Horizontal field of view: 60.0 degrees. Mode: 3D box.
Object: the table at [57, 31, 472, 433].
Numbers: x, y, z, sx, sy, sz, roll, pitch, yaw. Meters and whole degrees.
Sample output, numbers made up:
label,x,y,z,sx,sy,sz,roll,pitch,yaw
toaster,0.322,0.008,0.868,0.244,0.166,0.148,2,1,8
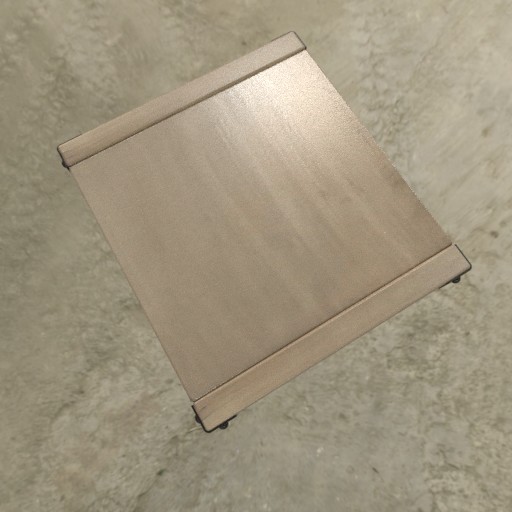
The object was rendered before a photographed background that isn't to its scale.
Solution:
label,x,y,z,sx,sy,sz,roll,pitch,yaw
table,0.000,0.000,0.942,0.459,0.561,0.510,-30,76,-8
